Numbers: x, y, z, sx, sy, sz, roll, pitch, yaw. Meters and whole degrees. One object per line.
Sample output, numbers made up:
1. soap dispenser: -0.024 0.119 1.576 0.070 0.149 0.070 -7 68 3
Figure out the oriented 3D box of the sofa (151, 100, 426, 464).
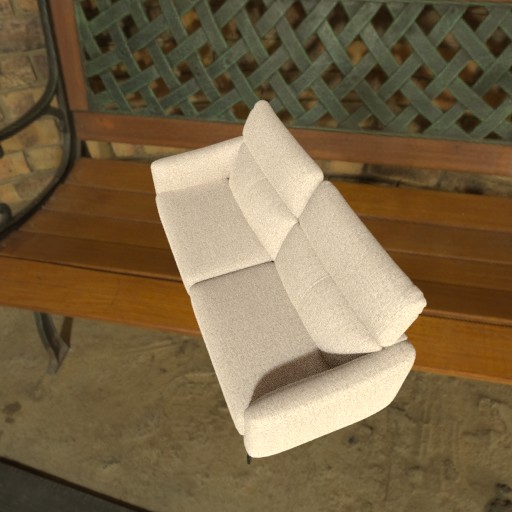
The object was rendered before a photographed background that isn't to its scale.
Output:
1. sofa: 0.000 0.000 2.594 0.856 0.956 2.015 -16 49 -14
